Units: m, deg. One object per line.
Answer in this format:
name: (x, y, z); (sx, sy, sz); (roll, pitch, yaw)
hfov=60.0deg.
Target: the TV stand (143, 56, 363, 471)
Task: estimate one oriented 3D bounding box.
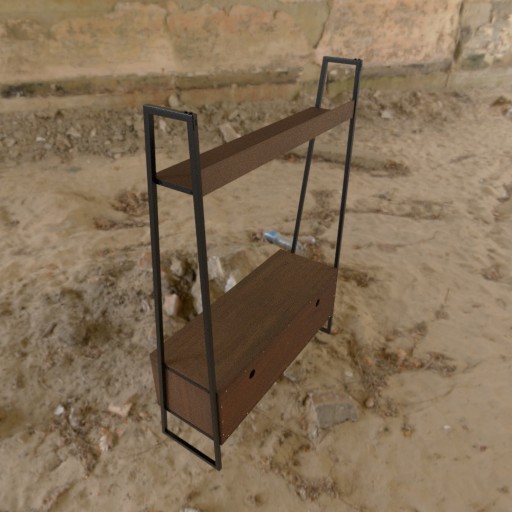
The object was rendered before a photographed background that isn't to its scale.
TV stand: (0.000, 0.000, 2.297); (0.432, 1.772, 1.250); (20, 37, 29)
